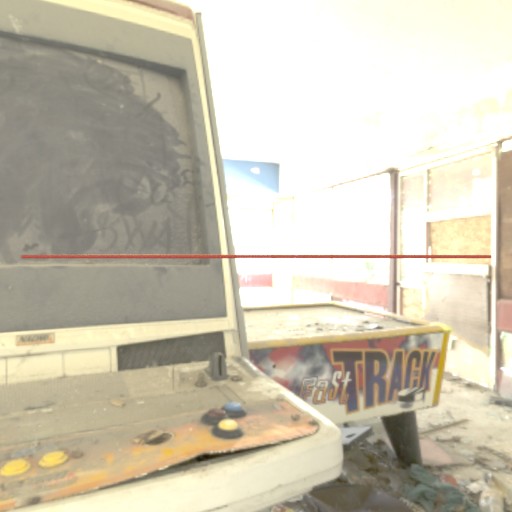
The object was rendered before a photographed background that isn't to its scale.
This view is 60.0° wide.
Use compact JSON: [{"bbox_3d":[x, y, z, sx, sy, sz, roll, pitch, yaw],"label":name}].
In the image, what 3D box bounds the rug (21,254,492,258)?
[{"bbox_3d":[0.000,0.000,2.288,1.802,0.013,1.194,0,0,0],"label":"rug"}]
